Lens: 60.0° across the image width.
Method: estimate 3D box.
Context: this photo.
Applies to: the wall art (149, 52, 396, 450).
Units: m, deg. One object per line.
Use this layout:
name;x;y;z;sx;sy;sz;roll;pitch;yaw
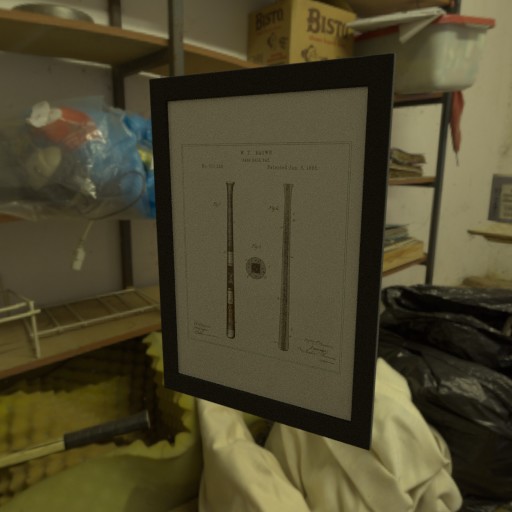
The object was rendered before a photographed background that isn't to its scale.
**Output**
wall art;0.000;0.000;0.667;0.374;0.529;0.012;7;14;28
